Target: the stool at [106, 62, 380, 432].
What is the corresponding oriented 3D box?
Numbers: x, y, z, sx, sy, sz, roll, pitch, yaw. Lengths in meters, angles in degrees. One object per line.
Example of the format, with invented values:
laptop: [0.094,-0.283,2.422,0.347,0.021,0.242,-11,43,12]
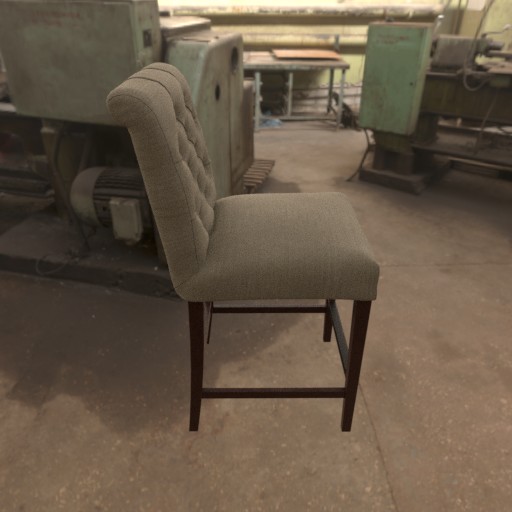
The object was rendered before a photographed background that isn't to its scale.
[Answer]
stool: [0.000,0.000,1.396,0.660,1.084,0.486,0,31,0]
